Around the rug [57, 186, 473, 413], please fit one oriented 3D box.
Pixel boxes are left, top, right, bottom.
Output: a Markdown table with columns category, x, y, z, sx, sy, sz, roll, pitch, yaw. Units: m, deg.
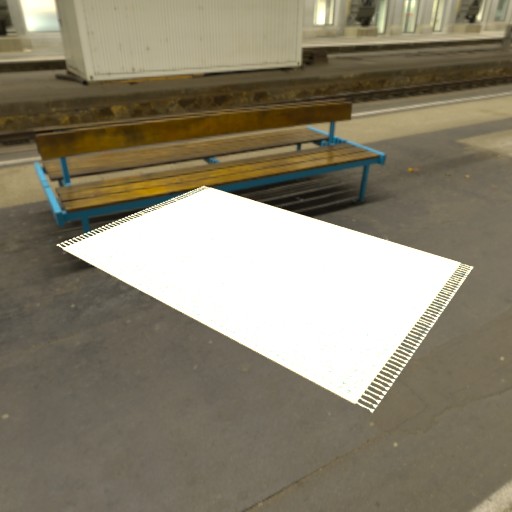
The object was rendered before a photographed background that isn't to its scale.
| category | x | y | z | sx | sy | sz | roll | pitch | yaw |
| --- | --- | --- | --- | --- | --- | --- | --- | --- | --- |
| rug | 0.000 | 0.000 | 3.041 | 2.438 | 0.010 | 1.524 | 21 | 36 | 32 |
